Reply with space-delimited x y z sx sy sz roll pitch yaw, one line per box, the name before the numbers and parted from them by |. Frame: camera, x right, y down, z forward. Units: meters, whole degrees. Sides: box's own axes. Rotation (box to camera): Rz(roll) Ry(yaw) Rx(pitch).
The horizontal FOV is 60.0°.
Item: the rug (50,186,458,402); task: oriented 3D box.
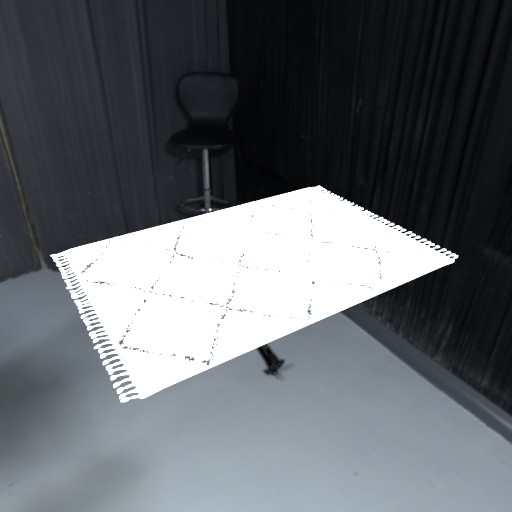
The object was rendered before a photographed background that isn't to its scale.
rug | 0.000 0.000 2.946 2.307 0.031 1.494 -18 35 -27
